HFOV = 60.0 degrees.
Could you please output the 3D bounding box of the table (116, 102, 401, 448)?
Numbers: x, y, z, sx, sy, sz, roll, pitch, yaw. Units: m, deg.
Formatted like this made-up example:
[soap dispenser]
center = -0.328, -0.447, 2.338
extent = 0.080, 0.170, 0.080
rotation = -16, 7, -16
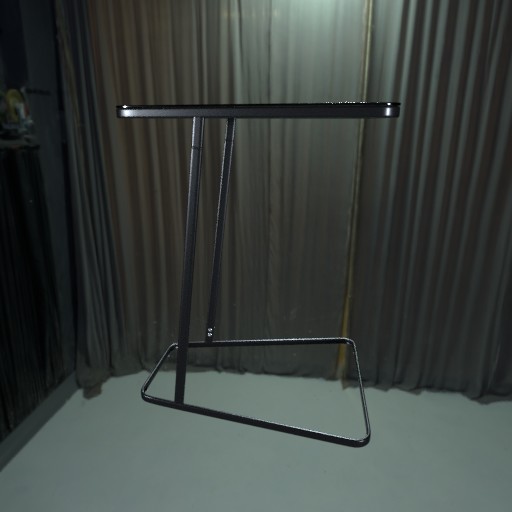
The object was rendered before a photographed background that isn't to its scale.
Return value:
[table]
center = 0.000, 0.000, 0.977
extent = 0.500, 0.624, 0.427
rotation = 2, 17, 7
